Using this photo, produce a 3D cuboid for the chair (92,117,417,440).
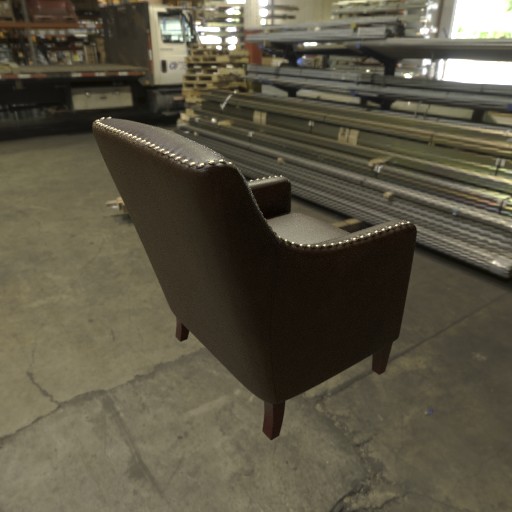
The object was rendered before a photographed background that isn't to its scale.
[{"bbox_3d":[0.000,0.000,1.343,0.704,0.813,0.639,-18,31,-32],"label":"chair"}]
